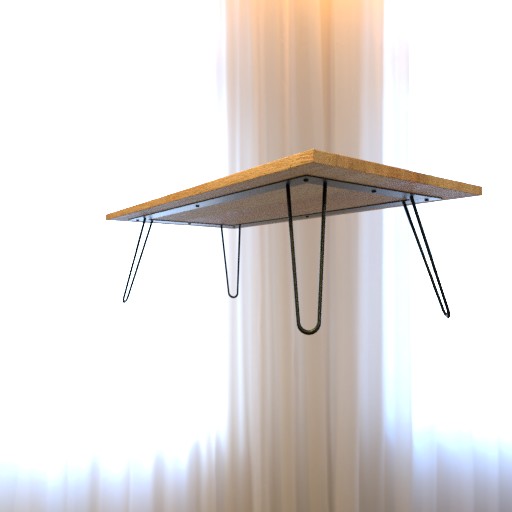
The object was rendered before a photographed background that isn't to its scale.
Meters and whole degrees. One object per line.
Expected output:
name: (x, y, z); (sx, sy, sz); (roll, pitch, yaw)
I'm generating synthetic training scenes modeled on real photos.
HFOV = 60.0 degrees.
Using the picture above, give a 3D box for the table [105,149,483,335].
table: (0.000, 0.000, 1.661); (0.699, 0.400, 1.348); (1, -2, -36)
